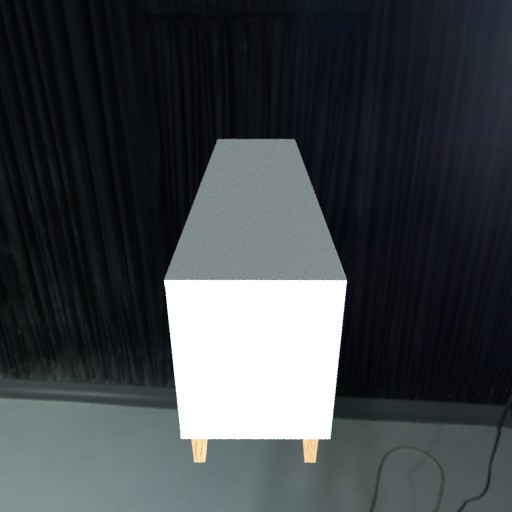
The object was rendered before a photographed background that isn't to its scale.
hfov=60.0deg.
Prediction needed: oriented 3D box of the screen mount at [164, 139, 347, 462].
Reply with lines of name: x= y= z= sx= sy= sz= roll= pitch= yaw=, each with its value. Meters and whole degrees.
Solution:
screen mount: x=0.000 y=0.000 z=1.774 sx=0.400 sy=0.619 sz=1.490 roll=0 pitch=26 yaw=0
